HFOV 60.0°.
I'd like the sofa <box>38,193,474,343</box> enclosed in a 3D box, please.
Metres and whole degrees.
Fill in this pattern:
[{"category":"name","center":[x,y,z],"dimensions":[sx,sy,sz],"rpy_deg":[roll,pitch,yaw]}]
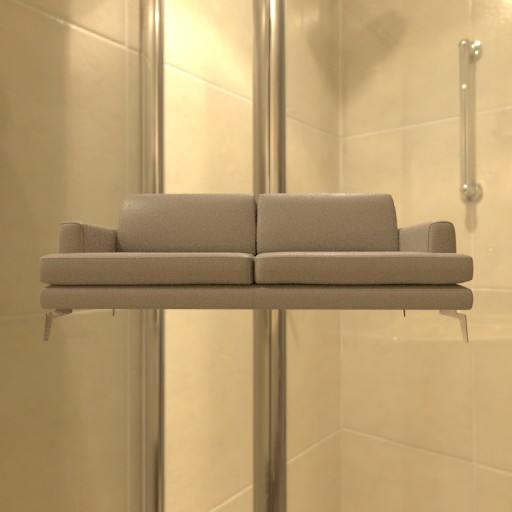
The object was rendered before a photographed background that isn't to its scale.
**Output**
[{"category":"sofa","center":[0.000,0.000,2.428],"dimensions":[1.940,0.765,0.974],"rpy_deg":[0,0,1]}]
